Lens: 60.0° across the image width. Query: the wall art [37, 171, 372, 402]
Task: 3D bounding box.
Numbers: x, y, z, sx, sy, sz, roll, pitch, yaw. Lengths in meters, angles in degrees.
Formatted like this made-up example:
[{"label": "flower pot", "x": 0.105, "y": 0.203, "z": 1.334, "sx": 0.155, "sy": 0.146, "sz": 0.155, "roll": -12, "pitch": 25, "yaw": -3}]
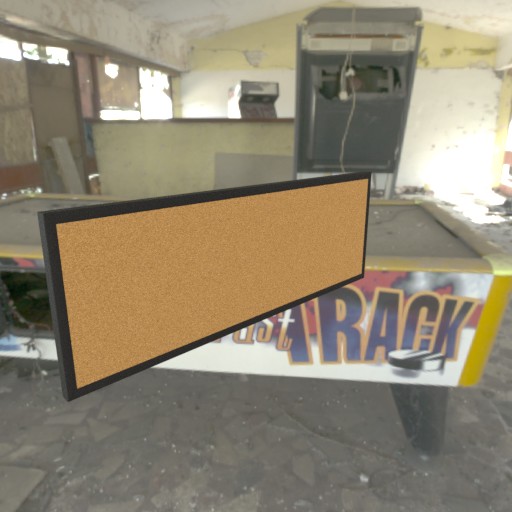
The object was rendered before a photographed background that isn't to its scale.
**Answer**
[{"label": "wall art", "x": 0.000, "y": 0.000, "z": 1.753, "sx": 1.572, "sy": 0.554, "sz": 0.041, "roll": -15, "pitch": 22, "yaw": -42}]
